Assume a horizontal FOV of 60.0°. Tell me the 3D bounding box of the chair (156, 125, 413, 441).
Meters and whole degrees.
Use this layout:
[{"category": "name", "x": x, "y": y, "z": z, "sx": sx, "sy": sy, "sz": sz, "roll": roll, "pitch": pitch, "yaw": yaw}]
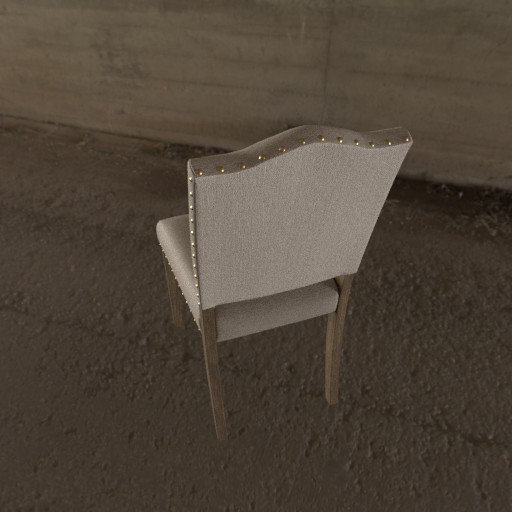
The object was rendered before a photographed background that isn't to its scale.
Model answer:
[{"category": "chair", "x": 0.000, "y": 0.000, "z": 1.308, "sx": 0.508, "sy": 1.020, "sz": 0.620, "roll": -12, "pitch": 41, "yaw": -15}]
